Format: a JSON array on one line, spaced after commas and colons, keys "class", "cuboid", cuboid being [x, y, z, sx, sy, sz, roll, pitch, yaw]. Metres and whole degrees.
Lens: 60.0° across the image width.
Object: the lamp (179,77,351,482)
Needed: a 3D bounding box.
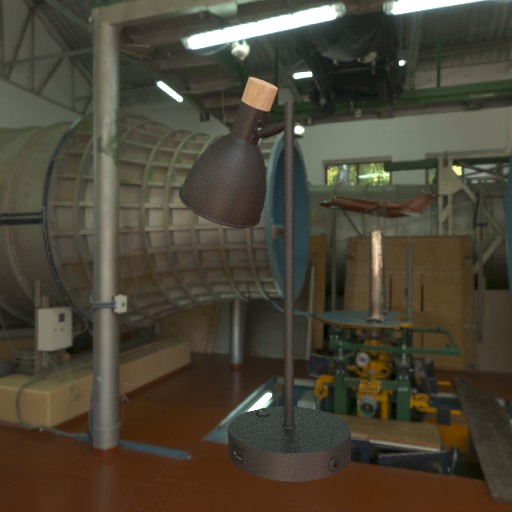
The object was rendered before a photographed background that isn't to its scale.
[{"class": "lamp", "cuboid": [0.000, 0.000, 0.600, 0.152, 0.483, 0.287, 0, 0, -37]}]
